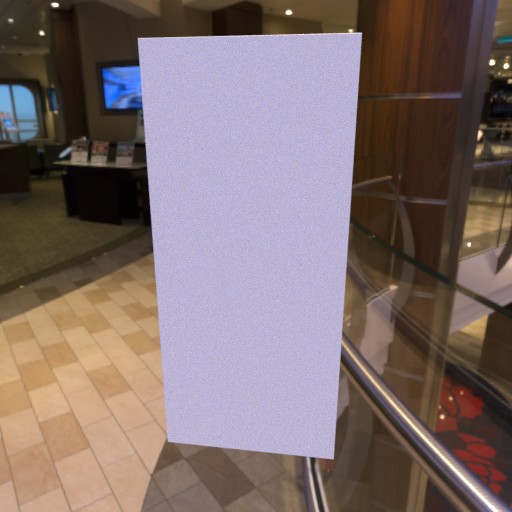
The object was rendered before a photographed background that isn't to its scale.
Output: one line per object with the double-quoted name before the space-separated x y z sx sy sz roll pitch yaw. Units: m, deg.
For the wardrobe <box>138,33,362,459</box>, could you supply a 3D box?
"wardrobe" 0.000 0.000 1.966 0.760 1.700 0.470 3 18 8
